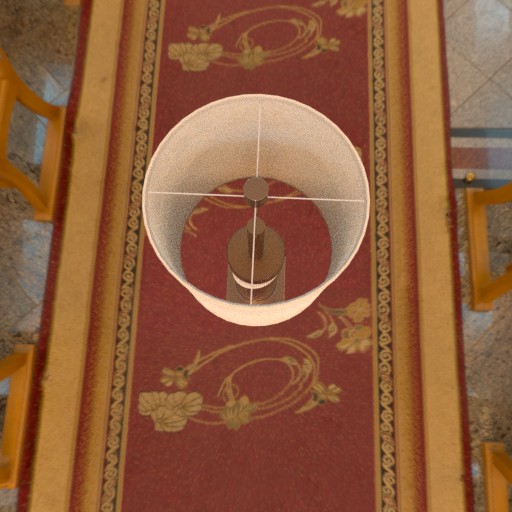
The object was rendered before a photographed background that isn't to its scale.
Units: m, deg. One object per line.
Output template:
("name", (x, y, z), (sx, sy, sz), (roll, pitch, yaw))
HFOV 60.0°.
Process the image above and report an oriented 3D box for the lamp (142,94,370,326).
("lamp", (0.000, 0.000, 0.625), (0.202, 0.509, 0.202), (2, 77, 1))
